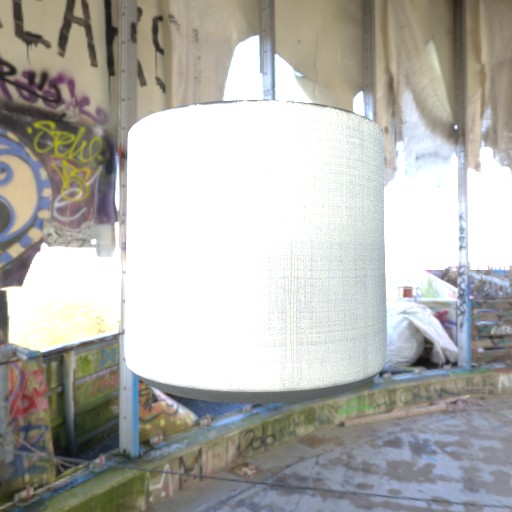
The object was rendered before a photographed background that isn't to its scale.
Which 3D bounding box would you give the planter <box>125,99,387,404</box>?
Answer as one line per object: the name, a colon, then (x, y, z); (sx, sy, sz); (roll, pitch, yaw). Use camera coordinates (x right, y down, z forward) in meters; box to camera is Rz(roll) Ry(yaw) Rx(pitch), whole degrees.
planter: (0.000, 0.000, 0.390); (0.221, 0.201, 0.221); (0, -1, 0)
